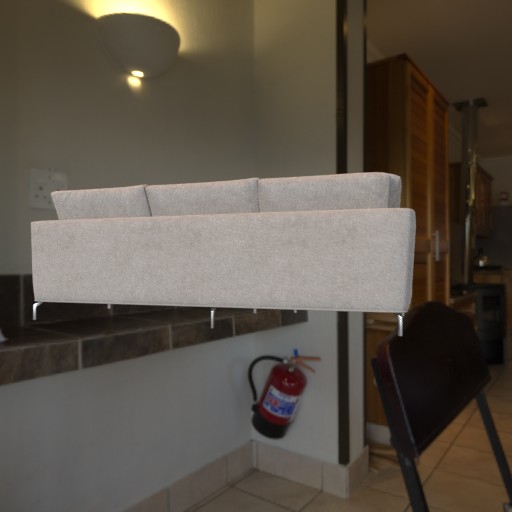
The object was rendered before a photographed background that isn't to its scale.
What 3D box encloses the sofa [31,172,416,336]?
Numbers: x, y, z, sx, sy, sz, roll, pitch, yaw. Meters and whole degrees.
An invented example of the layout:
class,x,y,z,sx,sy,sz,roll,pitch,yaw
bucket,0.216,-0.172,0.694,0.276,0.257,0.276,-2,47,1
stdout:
class,x,y,z,sx,sy,sz,roll,pitch,yaw
sofa,0.000,0.000,3.701,2.438,0.864,2.438,0,-1,17
